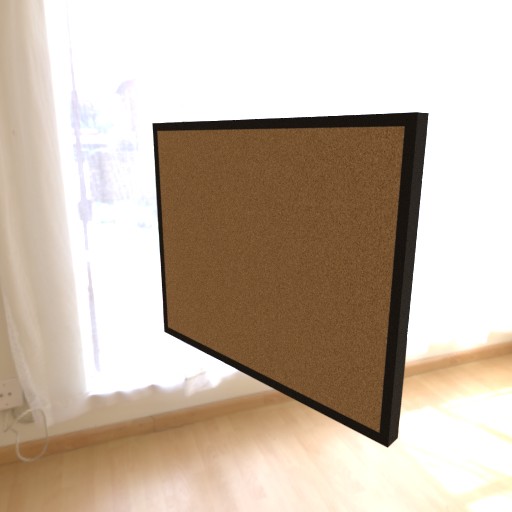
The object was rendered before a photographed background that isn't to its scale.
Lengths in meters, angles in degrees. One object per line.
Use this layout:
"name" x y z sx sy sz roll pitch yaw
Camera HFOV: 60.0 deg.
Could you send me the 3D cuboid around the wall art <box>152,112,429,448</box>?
"wall art" 0.000 0.000 0.768 0.554 0.454 0.030 14 20 43
